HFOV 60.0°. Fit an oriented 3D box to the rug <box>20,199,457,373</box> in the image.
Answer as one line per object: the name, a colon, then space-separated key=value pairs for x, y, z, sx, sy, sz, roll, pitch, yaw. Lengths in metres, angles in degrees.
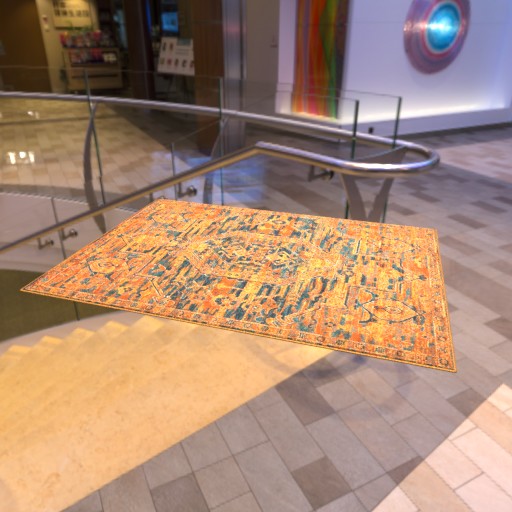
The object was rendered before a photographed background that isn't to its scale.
rug: x=0.000 y=0.000 z=3.660 sx=2.916 sy=0.019 sz=2.043 roll=8 pitch=28 yaw=15
